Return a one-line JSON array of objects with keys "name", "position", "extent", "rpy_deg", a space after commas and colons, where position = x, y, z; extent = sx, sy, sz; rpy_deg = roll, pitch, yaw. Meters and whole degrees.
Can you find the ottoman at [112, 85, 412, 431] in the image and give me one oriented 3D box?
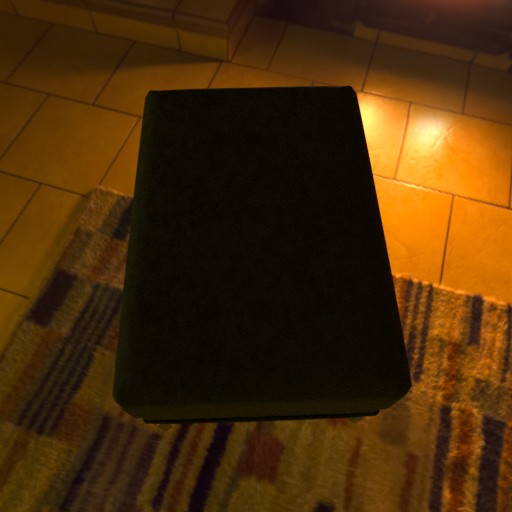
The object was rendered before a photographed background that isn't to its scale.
[{"name": "ottoman", "position": [0.000, 0.000, 1.197], "extent": [0.587, 0.498, 0.835], "rpy_deg": [-2, 62, -1]}]
